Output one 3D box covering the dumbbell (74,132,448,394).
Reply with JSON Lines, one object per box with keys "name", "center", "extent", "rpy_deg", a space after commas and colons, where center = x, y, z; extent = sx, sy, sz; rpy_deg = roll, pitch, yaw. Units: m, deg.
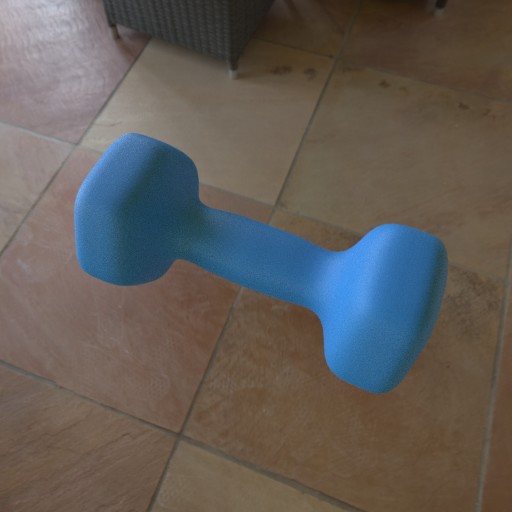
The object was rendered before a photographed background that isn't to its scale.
{"name": "dumbbell", "center": [0.000, 0.000, 0.194], "extent": [0.152, 0.066, 0.074], "rpy_deg": [21, 66, 10]}
